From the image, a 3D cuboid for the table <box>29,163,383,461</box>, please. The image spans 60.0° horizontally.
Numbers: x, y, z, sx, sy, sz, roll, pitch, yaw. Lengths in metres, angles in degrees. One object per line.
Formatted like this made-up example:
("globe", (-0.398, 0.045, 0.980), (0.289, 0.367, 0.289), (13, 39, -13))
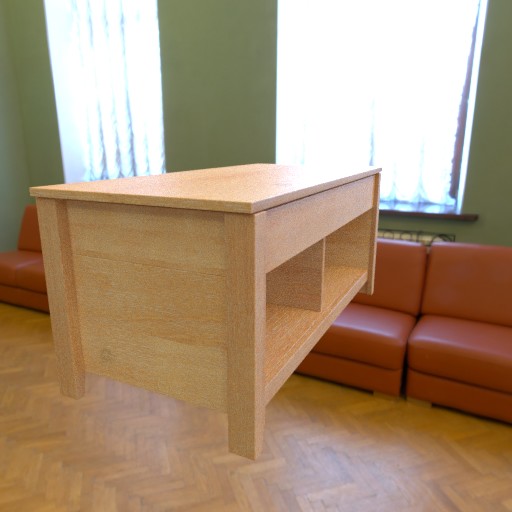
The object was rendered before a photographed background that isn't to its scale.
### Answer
("table", (0.000, 0.000, 1.256), (0.483, 0.457, 1.016), (7, 16, 25))
